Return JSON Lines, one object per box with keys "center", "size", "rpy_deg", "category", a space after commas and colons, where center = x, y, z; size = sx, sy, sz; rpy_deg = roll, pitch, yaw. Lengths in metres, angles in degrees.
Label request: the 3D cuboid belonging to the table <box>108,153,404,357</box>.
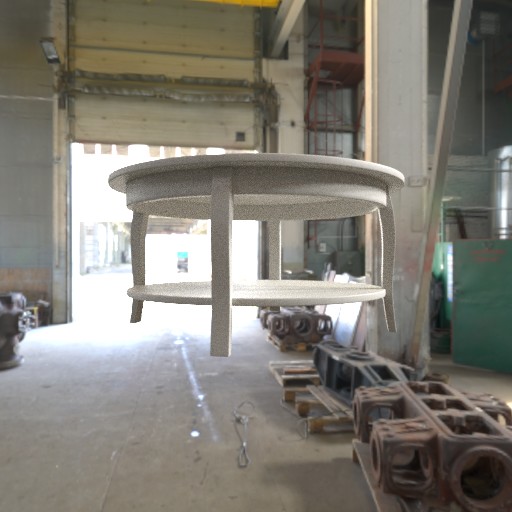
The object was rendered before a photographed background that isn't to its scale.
{"center": [0.000, 0.000, 1.434], "size": [0.910, 0.457, 0.910], "rpy_deg": [0, 0, 0], "category": "table"}
